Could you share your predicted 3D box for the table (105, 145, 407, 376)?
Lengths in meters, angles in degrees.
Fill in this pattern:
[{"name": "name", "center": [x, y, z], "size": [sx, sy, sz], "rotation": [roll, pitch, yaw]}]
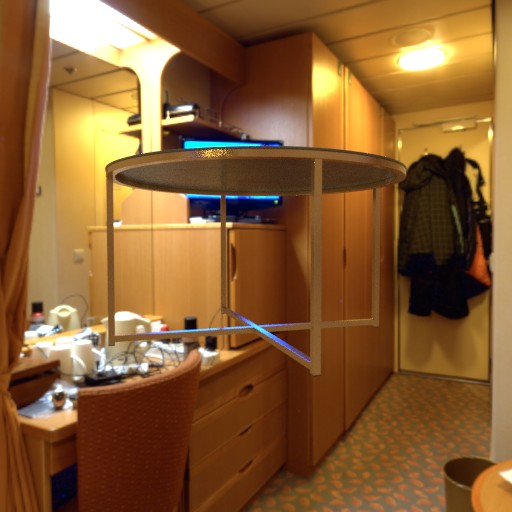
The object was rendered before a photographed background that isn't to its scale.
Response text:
[{"name": "table", "center": [0.000, 0.000, 1.250], "size": [0.800, 0.450, 0.800], "rotation": [0, 2, 0]}]
